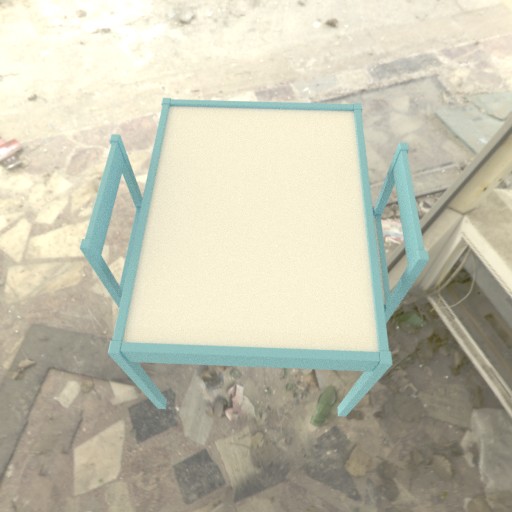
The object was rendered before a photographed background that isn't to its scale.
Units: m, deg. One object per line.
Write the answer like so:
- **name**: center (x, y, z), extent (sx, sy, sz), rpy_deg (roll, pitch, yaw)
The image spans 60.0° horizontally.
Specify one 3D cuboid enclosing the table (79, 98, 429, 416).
- **table**: center (0.000, 0.000, 1.084), extent (0.633, 0.503, 0.639), rpy_deg (2, 60, 1)
